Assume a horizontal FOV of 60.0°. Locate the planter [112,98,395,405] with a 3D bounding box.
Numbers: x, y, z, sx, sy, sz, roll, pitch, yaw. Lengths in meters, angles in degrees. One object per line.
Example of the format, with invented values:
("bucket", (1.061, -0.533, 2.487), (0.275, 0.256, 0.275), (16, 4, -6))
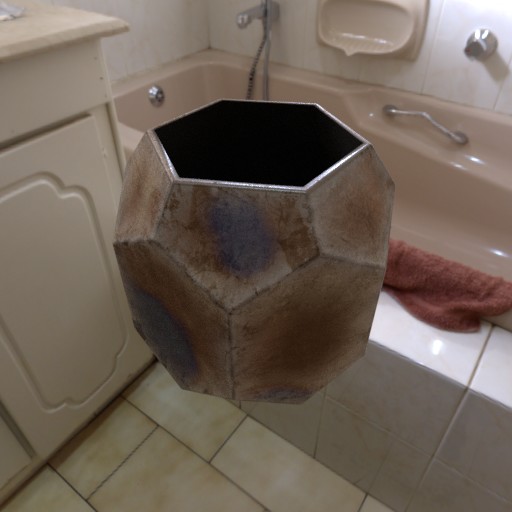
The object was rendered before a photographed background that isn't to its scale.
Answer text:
("planter", (0.000, 0.000, 0.415), (0.243, 0.238, 0.221), (27, 46, 29))
